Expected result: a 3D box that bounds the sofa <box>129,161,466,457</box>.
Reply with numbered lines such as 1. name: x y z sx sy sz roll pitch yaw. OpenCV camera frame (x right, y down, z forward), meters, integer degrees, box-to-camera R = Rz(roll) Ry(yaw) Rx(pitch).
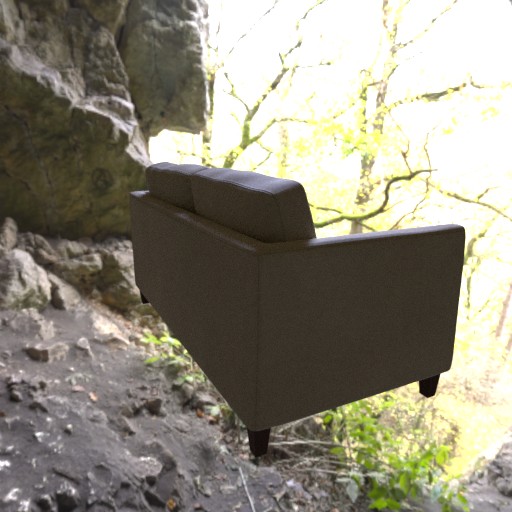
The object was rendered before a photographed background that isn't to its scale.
1. sofa: 0.000 0.000 2.331 0.950 0.940 1.846 -7 16 -26
